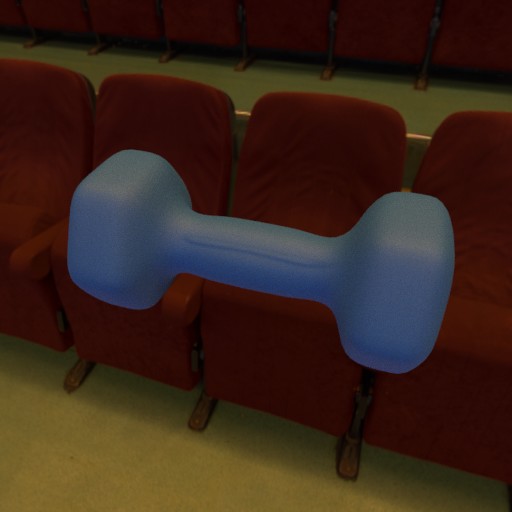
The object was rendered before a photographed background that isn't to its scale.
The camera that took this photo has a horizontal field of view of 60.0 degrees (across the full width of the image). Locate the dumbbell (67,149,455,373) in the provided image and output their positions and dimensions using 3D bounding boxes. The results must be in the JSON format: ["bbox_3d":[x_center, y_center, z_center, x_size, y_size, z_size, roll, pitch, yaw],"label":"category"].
[{"bbox_3d":[0.000,0.000,0.264,0.212,0.093,0.103,12,42,14],"label":"dumbbell"}]
